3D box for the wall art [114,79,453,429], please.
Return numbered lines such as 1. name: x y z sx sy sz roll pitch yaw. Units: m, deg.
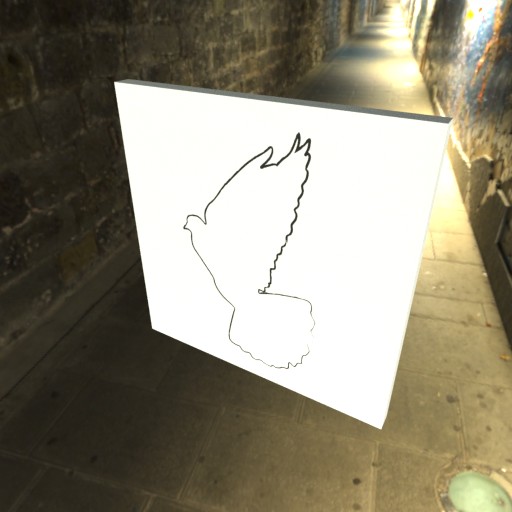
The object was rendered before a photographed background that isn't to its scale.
1. wall art: 0.000 0.000 0.886 0.610 0.610 0.038 17 35 26
